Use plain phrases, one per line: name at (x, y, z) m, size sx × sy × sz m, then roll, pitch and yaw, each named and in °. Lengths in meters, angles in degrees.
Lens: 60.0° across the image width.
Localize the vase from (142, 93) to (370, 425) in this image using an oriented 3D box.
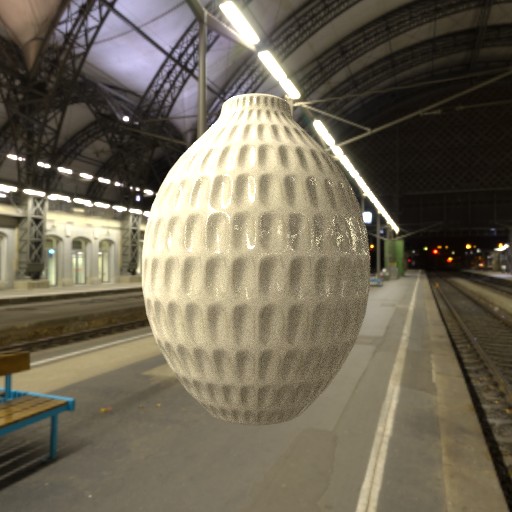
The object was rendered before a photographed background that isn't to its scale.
vase at (0.000, 0.000, 0.324) m, size 0.162 × 0.223 × 0.162 m, roll 0°, pitch -1°, yaw 0°
